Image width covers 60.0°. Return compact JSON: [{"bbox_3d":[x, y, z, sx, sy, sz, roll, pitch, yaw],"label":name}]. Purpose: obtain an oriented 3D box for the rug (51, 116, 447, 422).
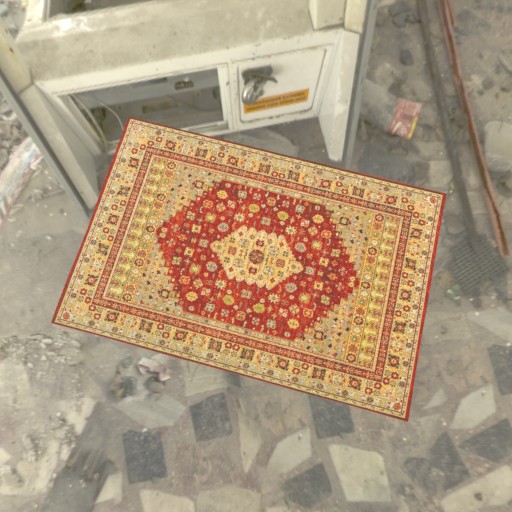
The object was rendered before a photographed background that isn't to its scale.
[{"bbox_3d":[0.000,0.000,2.292,1.802,0.013,1.194,14,76,4],"label":"rug"}]
